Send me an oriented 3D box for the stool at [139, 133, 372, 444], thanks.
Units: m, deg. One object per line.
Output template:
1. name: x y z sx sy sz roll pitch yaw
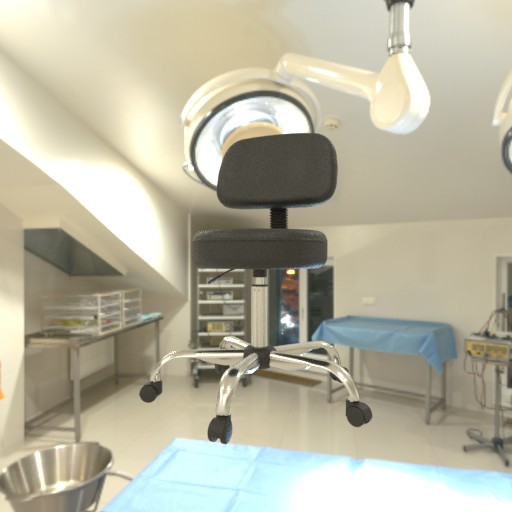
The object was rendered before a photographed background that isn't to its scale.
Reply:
1. stool: 0.000 0.000 1.310 0.673 0.862 0.648 0 0 17
